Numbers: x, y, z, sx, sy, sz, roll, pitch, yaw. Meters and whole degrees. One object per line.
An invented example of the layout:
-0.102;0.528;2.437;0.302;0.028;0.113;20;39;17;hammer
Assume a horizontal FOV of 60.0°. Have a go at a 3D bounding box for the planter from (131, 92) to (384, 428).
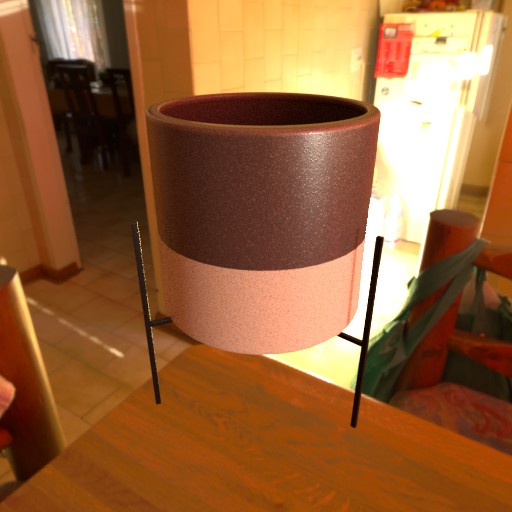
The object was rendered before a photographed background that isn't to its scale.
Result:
0.000;0.000;0.537;0.250;0.353;0.260;1;27;2;planter
